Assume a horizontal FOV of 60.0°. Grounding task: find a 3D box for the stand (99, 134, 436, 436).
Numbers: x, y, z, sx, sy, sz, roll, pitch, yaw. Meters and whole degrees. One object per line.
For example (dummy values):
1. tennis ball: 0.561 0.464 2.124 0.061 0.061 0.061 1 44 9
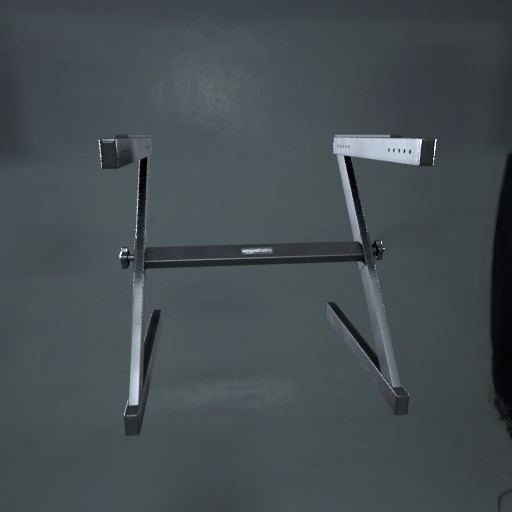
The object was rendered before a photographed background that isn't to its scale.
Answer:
1. stand: 0.000 0.000 1.167 0.700 0.617 0.586 -2 15 -7
